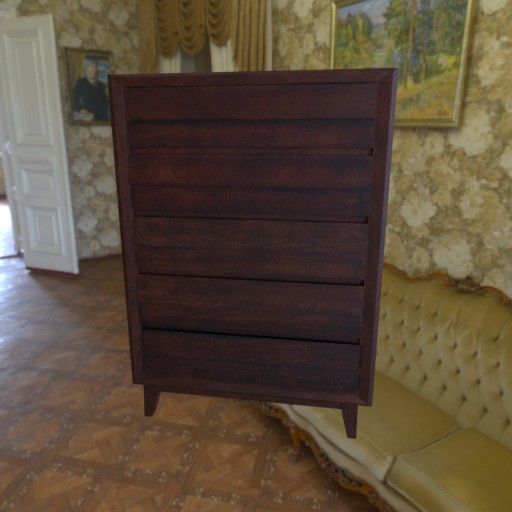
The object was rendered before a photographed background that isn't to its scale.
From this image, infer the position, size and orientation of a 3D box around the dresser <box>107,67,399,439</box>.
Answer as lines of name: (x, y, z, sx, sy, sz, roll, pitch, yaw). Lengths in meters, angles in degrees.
dresser: (0.000, 0.000, 2.030, 1.072, 1.514, 0.506, 3, 15, 9)
